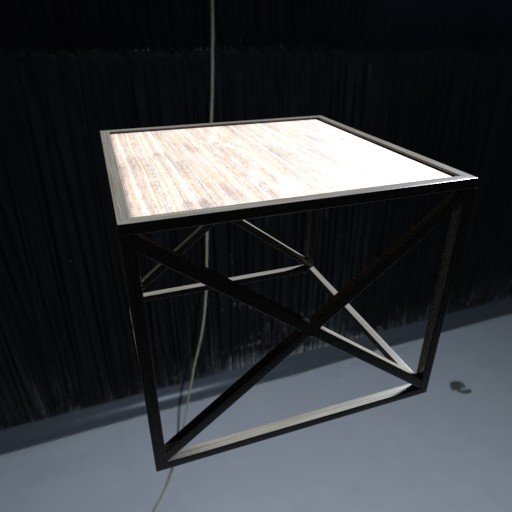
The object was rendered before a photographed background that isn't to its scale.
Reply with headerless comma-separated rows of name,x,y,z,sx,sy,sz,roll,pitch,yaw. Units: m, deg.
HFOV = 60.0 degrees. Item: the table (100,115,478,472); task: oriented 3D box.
table,0.000,0.000,1.057,0.611,0.507,0.609,-9,29,-17
